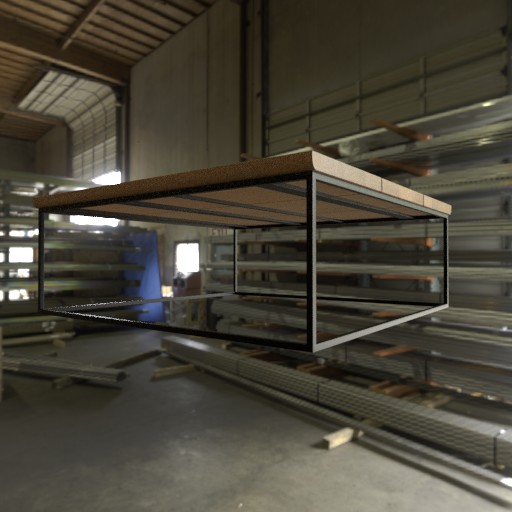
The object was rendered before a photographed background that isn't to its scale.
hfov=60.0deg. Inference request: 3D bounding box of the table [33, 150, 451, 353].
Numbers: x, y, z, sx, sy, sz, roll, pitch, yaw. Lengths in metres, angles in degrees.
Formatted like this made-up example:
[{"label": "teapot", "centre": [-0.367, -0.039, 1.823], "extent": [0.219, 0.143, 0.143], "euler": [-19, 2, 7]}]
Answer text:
[{"label": "table", "centre": [0.000, 0.000, 1.636], "extent": [1.100, 0.400, 1.100], "euler": [0, -1, 37]}]
